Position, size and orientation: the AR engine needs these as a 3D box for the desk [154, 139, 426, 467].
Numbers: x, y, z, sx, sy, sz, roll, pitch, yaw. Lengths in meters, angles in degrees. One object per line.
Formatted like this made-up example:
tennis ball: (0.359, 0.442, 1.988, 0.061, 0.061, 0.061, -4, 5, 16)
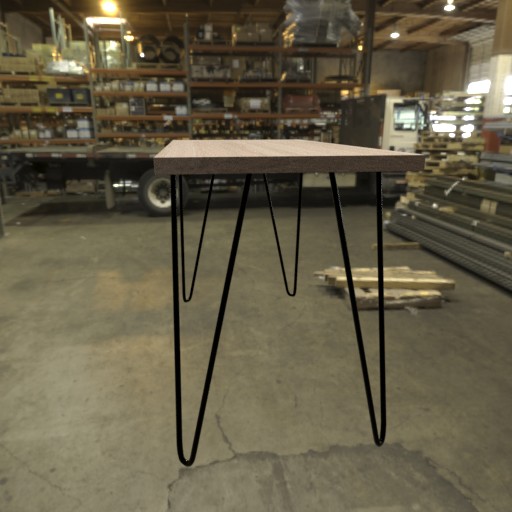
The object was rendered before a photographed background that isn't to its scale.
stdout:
desk: (0.000, 0.000, 1.358, 0.499, 0.660, 0.991, -2, 16, -8)
